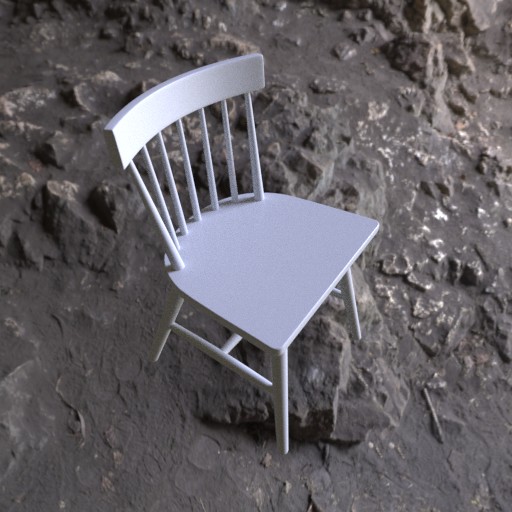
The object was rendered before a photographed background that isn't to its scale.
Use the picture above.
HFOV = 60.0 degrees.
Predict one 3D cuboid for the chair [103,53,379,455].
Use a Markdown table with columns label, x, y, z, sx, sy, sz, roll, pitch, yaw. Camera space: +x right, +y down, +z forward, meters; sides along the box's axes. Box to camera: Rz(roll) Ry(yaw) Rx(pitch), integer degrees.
| label | x | y | z | sx | sy | sz | roll | pitch | yaw |
| --- | --- | --- | --- | --- | --- | --- | --- | --- | --- |
| chair | 0.000 | 0.000 | 1.107 | 0.500 | 0.787 | 0.483 | 25 | 49 | 25 |
